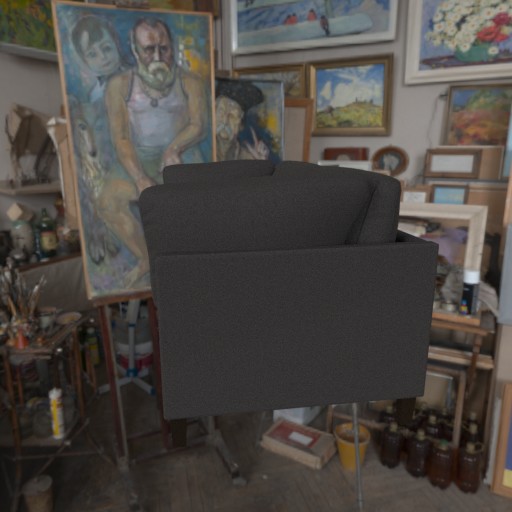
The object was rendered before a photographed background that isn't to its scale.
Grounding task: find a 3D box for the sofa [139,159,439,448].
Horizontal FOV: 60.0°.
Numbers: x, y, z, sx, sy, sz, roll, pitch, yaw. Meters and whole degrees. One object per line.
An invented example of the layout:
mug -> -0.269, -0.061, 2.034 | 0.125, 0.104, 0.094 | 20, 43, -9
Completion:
sofa -> 0.000, 0.000, 2.261 | 0.969, 0.920, 1.751 | -2, 14, -9
